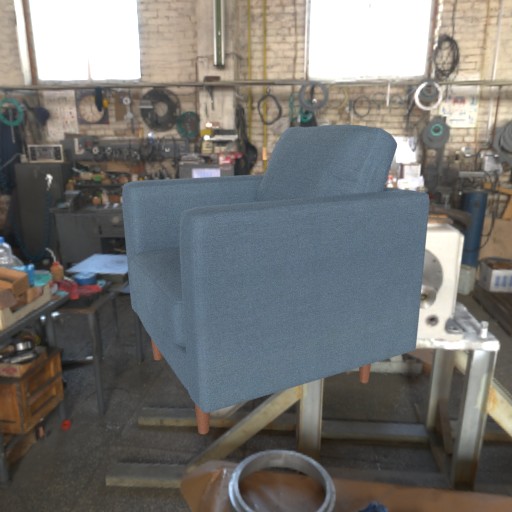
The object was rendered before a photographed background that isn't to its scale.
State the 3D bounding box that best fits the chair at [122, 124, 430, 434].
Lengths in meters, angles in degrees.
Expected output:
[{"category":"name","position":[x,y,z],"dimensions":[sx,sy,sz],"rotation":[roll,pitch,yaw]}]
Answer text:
[{"category":"chair","position":[0.000,0.000,1.619],"dimensions":[0.820,0.922,0.855],"rotation":[-8,17,-26]}]
